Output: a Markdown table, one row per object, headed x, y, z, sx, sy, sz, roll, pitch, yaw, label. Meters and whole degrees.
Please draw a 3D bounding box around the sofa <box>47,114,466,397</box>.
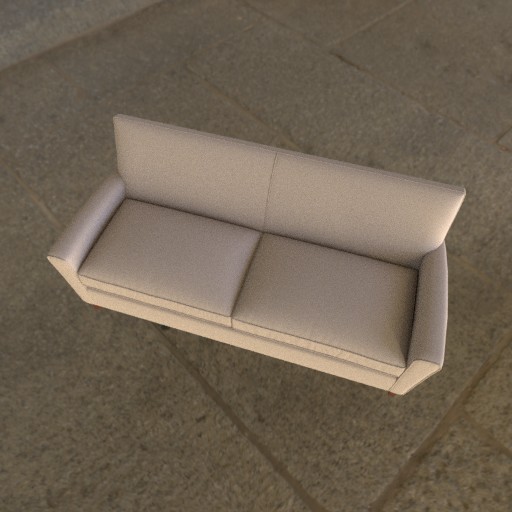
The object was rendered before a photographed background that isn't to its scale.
| x | y | z | sx | sy | sz | roll | pitch | yaw | label |
| --- | --- | --- | --- | --- | --- | --- | --- | --- | --- |
| 0.000 | 0.000 | 2.457 | 2.000 | 0.846 | 0.875 | 14 | 58 | 9 | sofa |
